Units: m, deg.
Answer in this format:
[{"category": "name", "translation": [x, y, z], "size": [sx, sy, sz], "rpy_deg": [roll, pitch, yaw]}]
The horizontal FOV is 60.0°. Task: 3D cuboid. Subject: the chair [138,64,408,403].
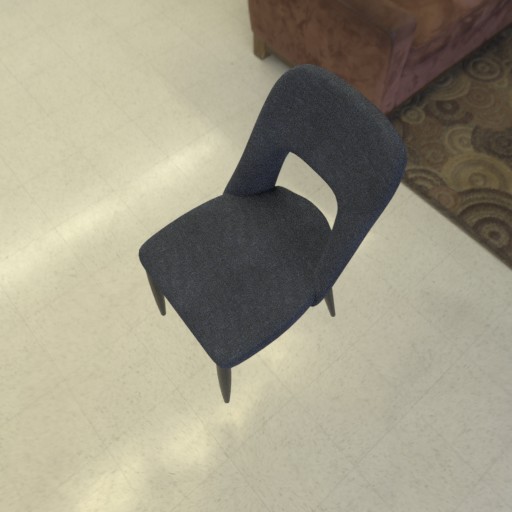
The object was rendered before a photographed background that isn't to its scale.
[{"category": "chair", "translation": [0.000, 0.000, 1.328], "size": [0.612, 0.931, 0.470], "rpy_deg": [-35, 68, -16]}]
